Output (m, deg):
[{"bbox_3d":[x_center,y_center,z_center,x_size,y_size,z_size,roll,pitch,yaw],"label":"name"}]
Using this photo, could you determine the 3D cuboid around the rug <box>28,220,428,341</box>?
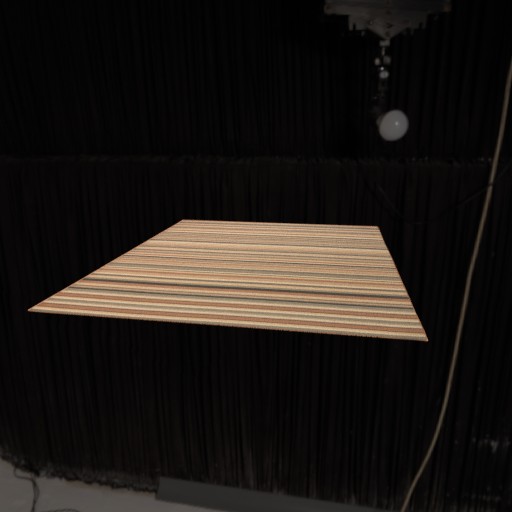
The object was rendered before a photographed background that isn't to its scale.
[{"bbox_3d":[0.000,0.000,4.060,2.436,0.011,3.045,3,16,9],"label":"rug"}]
